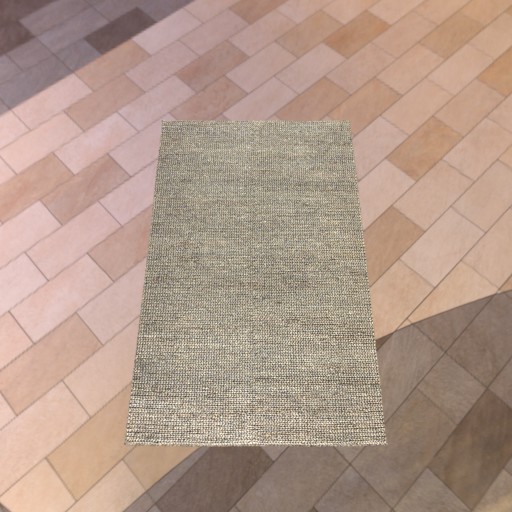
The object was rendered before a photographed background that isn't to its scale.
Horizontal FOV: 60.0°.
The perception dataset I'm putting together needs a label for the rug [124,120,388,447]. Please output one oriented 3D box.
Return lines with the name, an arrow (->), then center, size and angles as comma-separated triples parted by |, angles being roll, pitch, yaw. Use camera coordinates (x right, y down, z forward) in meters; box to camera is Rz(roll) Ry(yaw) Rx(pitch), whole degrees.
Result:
rug -> 0.000, 0.000, 3.090 | 1.538, 0.021, 2.443 | 0, 65, 0
